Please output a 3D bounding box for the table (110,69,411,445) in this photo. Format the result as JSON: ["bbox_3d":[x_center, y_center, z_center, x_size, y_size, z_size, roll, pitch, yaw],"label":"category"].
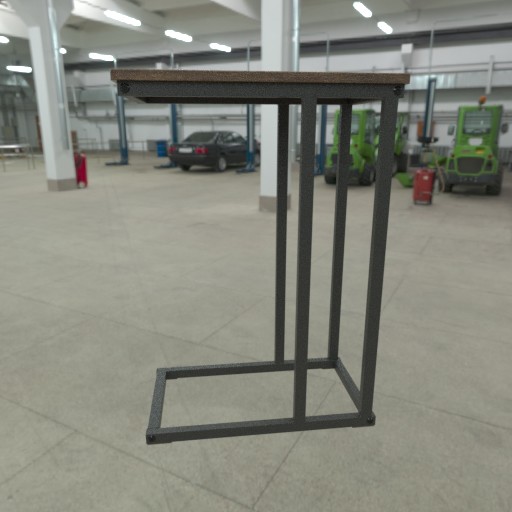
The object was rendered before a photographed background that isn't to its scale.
[{"bbox_3d":[0.000,0.000,0.859,0.450,0.637,0.254,-2,16,-7],"label":"table"}]
